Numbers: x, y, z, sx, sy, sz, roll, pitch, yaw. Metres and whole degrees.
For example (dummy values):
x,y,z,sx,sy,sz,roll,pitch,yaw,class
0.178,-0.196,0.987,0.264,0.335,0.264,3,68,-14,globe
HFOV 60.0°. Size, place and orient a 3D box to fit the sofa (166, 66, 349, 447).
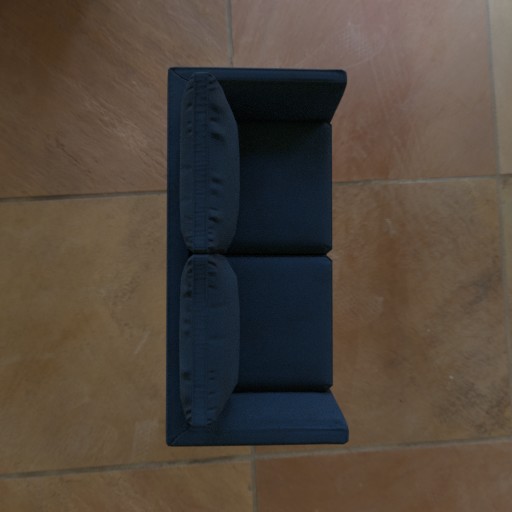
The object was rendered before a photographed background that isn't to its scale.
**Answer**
x,y,z,sx,sy,sz,roll,pitch,yaw,class
0.000,0.000,2.309,0.853,1.002,1.770,0,89,-2,sofa
